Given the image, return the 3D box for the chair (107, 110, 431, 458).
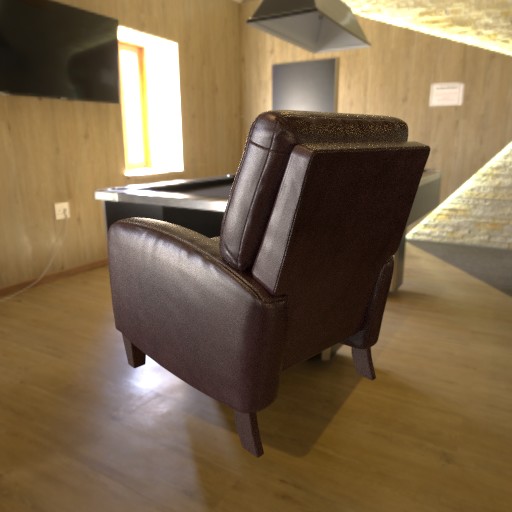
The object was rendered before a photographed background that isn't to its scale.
[{"bbox_3d":[0.000,0.000,1.650,0.762,0.990,0.990,-14,21,-42],"label":"chair"}]
